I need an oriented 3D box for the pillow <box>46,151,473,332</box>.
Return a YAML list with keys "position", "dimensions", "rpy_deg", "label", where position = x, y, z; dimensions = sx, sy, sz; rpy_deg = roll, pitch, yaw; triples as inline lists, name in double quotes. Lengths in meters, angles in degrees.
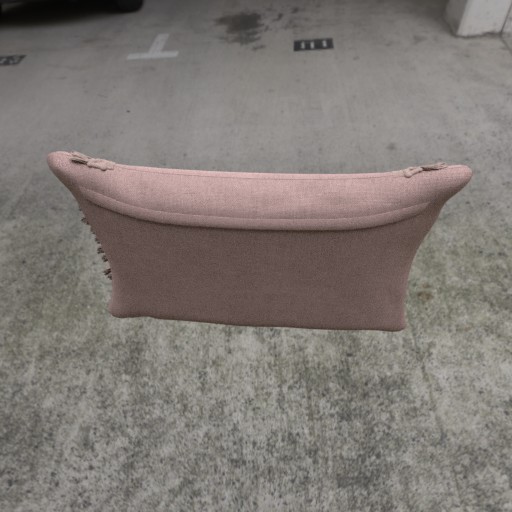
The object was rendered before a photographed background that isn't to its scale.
- position: [0.000, 0.000, 0.586]
  dimensions: [0.466, 0.305, 0.084]
  rpy_deg: [2, 46, 2]
  label: "pillow"
